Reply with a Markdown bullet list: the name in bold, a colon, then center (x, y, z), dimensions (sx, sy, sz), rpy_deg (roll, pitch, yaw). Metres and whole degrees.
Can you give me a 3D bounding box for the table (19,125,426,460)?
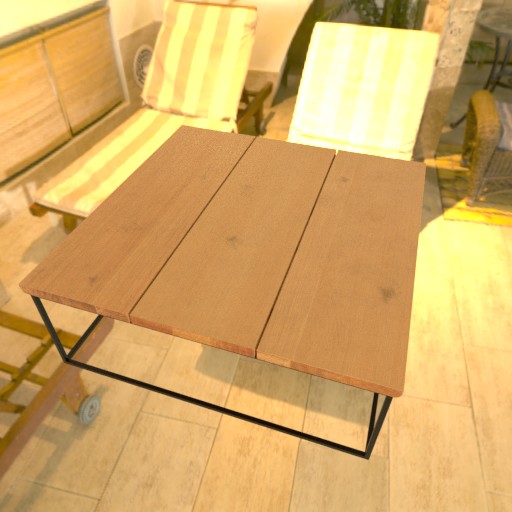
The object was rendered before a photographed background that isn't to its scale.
- **table**: center (0.000, 0.000, 1.689), dimensions (1.100, 0.400, 1.100), rpy_deg (13, 43, 14)
